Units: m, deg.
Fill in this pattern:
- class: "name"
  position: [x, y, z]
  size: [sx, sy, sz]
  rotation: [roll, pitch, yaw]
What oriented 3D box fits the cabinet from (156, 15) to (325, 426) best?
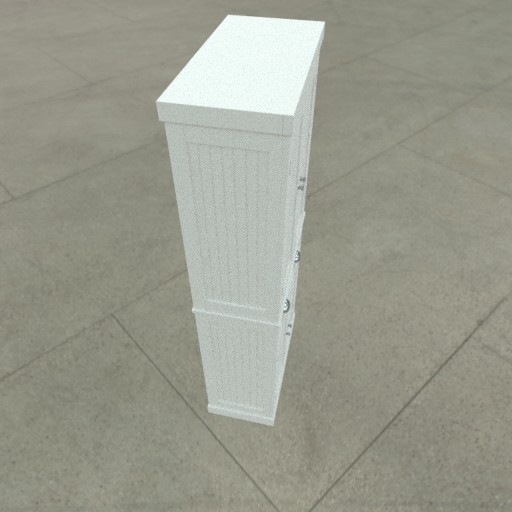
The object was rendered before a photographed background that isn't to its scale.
- class: "cabinet"
  position: [0.000, 0.000, 2.077]
  size: [0.390, 1.829, 0.754]
  rotation: [9, 45, 9]
